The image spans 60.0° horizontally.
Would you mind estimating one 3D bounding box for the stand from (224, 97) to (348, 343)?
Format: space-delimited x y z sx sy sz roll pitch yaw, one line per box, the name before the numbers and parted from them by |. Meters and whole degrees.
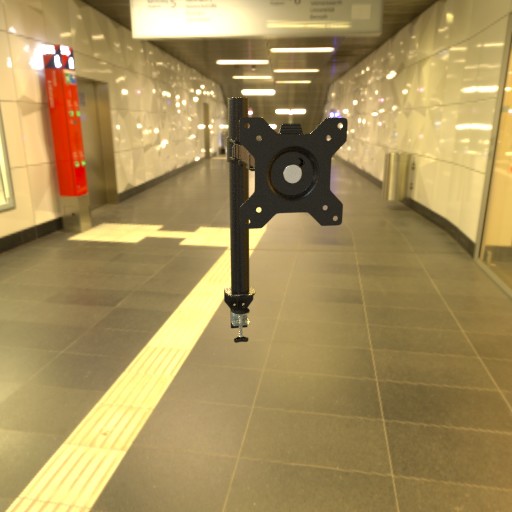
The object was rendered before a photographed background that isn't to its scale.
stand | 0.000 0.000 0.729 0.115 0.510 0.456 -3 17 -10
